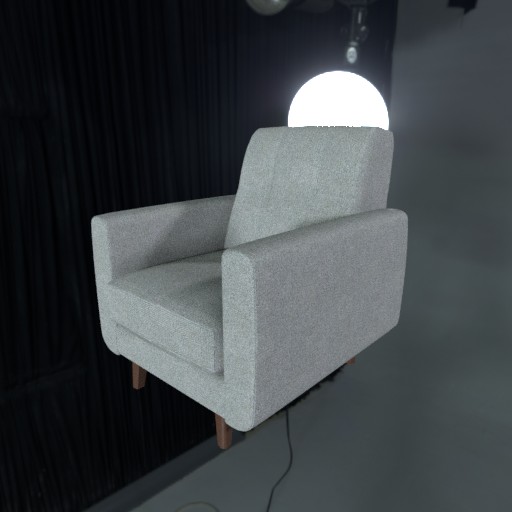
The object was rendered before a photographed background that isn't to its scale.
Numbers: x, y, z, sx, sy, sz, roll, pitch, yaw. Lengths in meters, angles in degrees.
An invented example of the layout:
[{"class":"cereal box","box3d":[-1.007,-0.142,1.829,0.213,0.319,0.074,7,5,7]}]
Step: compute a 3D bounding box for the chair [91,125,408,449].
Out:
[{"class":"chair","box3d":[0.000,0.000,1.690,0.845,0.968,0.942,14,20,42]}]
